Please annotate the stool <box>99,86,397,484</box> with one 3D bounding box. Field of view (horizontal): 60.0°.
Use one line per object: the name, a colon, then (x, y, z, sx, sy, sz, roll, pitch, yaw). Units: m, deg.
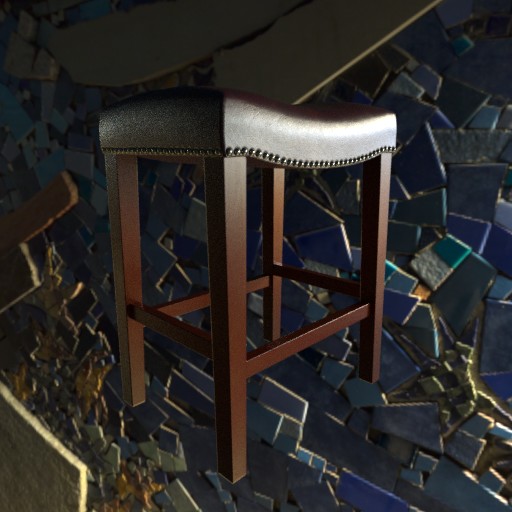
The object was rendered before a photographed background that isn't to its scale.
stool: (0.000, 0.000, 0.968, 0.372, 0.657, 0.504, 14, 20, 43)
